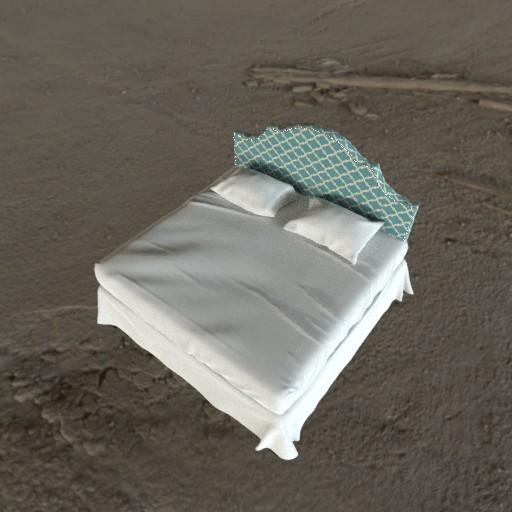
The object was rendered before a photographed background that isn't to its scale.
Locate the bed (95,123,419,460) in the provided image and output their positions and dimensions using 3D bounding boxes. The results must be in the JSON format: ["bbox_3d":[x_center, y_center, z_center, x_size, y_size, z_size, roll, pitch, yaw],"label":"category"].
[{"bbox_3d":[0.000,0.000,3.847,2.314,1.601,2.222,29,52,26],"label":"bed"}]
